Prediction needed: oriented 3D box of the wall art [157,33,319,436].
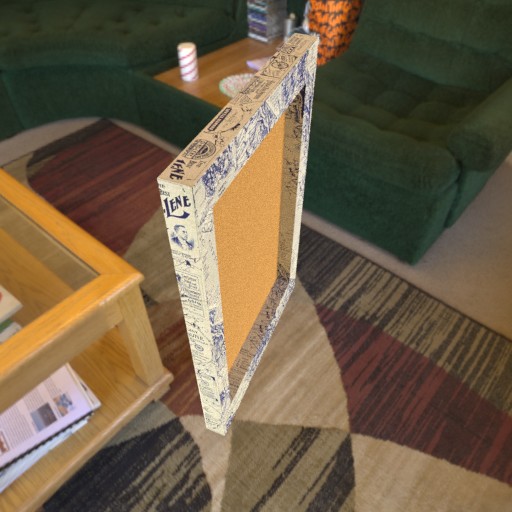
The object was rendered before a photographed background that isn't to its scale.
[{"bbox_3d":[0.000,0.000,0.775,0.040,0.601,0.408,17,49,15],"label":"wall art"}]
